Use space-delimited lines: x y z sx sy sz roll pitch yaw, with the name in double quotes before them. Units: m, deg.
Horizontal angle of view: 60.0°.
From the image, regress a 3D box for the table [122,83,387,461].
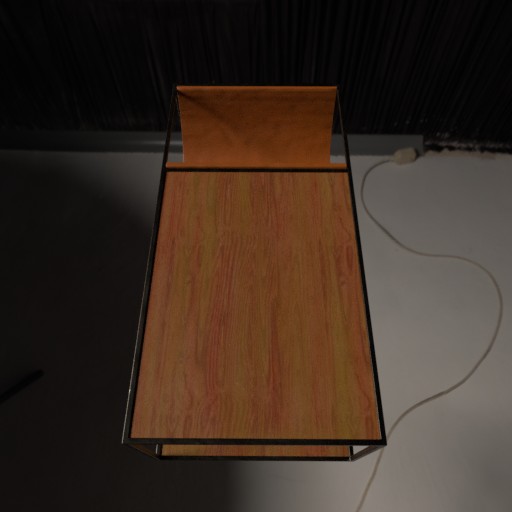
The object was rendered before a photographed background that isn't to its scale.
"table" 0.000 0.000 1.463 0.597 0.403 1.199 0 60 0
